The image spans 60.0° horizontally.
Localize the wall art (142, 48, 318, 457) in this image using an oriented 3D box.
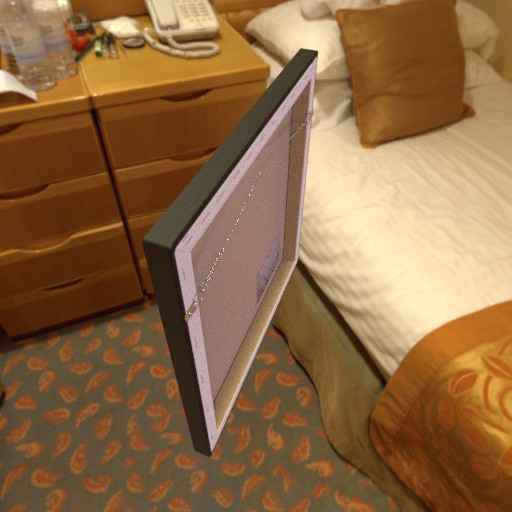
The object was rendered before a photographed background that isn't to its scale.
[{"bbox_3d":[0.000,0.000,0.909,0.043,0.611,0.610,15,47,15],"label":"wall art"}]
